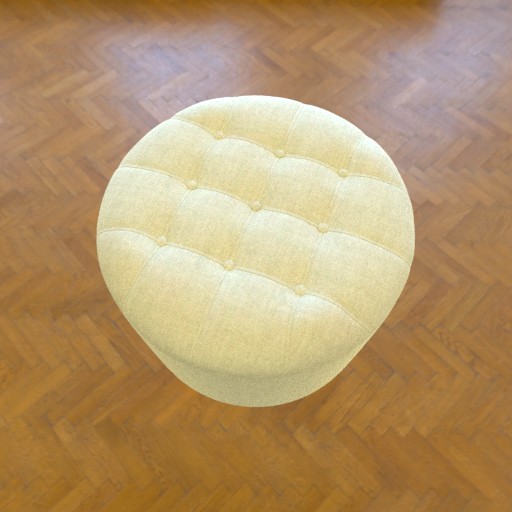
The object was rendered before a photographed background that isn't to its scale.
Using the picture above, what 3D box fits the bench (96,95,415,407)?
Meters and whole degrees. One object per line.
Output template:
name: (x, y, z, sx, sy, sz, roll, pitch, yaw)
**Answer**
bench: (0.000, 0.000, 0.995, 0.600, 0.453, 0.600, 0, 64, 0)
